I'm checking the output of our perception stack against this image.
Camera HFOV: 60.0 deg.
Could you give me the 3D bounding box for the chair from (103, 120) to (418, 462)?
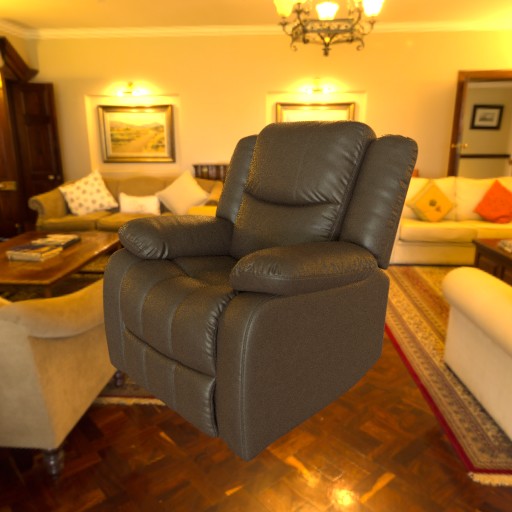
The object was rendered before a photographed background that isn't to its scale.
[{"bbox_3d":[0.000,0.000,1.699,0.899,1.009,0.934,15,21,43],"label":"chair"}]
